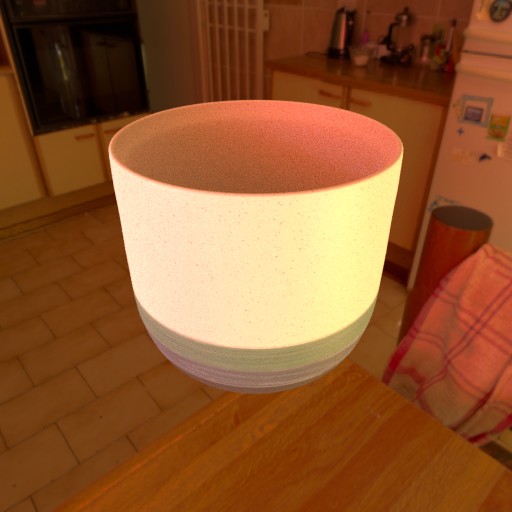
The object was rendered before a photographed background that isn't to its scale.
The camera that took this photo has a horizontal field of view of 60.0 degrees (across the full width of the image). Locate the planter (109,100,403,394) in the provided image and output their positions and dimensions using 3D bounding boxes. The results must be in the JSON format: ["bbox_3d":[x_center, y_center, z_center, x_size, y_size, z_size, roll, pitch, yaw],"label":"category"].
[{"bbox_3d":[0.000,0.000,0.487,0.268,0.270,0.268,0,33,0],"label":"planter"}]
